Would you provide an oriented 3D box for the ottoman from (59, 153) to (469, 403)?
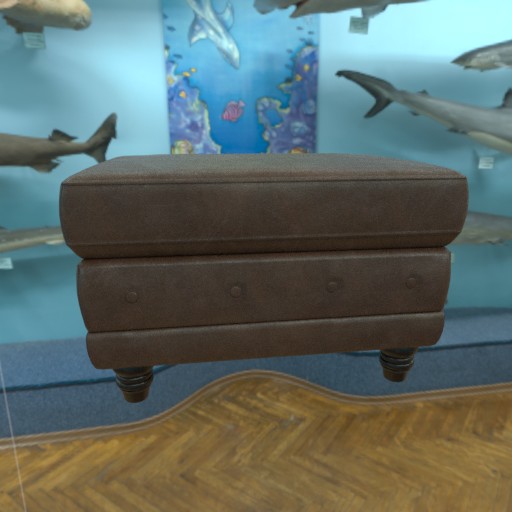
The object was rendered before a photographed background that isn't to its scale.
[{"bbox_3d":[0.000,0.000,1.157,0.795,0.509,0.588,-2,16,-8],"label":"ottoman"}]
